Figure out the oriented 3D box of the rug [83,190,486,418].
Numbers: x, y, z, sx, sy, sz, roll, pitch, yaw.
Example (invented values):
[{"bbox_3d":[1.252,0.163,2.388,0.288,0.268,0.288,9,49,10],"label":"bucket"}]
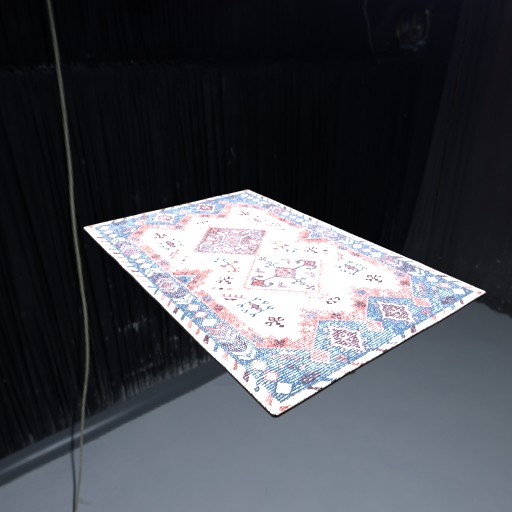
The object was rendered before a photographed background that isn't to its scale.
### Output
[{"bbox_3d":[0.000,0.000,2.319,1.225,0.015,1.840,-18,32,-32],"label":"rug"}]
